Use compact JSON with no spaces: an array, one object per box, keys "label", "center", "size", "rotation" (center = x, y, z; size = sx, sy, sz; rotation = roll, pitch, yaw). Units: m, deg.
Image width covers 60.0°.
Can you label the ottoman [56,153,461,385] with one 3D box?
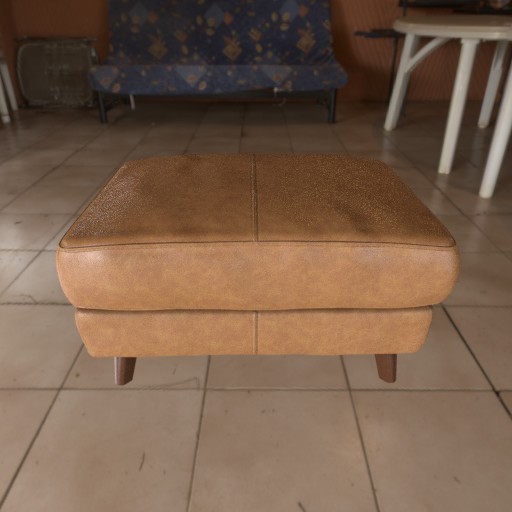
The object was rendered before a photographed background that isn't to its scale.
[{"label":"ottoman","center":[0.000,0.000,1.227],"size":[0.869,0.461,0.630],"rotation":[0,29,-1]}]
